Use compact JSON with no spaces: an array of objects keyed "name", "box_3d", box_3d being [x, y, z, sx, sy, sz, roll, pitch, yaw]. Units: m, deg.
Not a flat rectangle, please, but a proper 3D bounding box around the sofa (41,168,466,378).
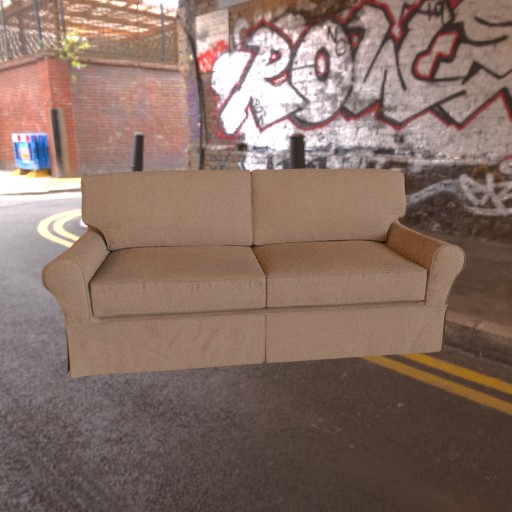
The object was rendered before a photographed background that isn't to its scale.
[{"name":"sofa","box_3d":[0.000,0.000,2.724,2.246,1.014,0.900,-2,15,-8]}]
